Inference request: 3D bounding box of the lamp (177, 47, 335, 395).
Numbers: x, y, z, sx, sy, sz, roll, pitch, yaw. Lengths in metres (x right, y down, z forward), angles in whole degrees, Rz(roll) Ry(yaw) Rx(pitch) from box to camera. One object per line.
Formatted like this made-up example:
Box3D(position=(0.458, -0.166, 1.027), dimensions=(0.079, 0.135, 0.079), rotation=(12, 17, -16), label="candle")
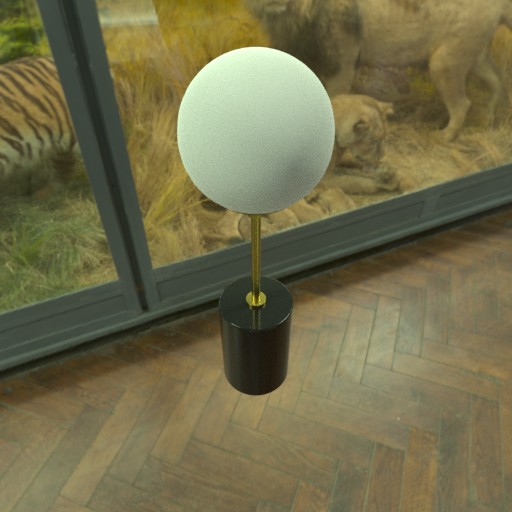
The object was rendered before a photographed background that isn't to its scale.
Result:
Box3D(position=(0.000, 0.000, 0.546), dimensions=(0.153, 0.480, 0.153), rotation=(0, 42, 0), label="lamp")
